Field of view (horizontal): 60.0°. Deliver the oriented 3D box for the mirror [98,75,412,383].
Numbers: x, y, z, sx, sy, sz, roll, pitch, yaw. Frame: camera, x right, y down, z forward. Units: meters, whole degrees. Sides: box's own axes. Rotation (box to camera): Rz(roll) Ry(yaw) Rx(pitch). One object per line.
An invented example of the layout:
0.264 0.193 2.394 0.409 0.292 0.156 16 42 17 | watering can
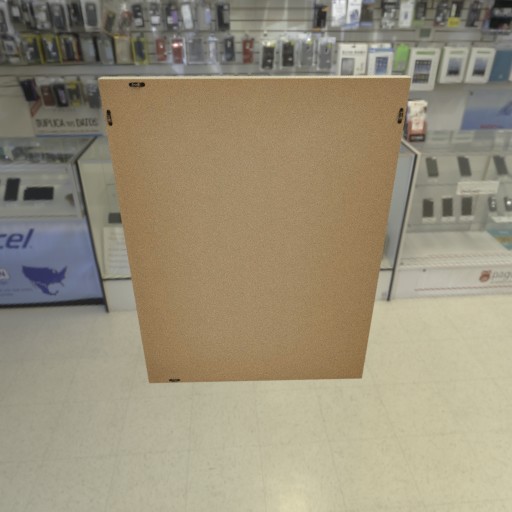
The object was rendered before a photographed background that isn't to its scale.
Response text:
0.000 0.000 1.344 0.762 1.016 0.040 -1 30 -1 | mirror
